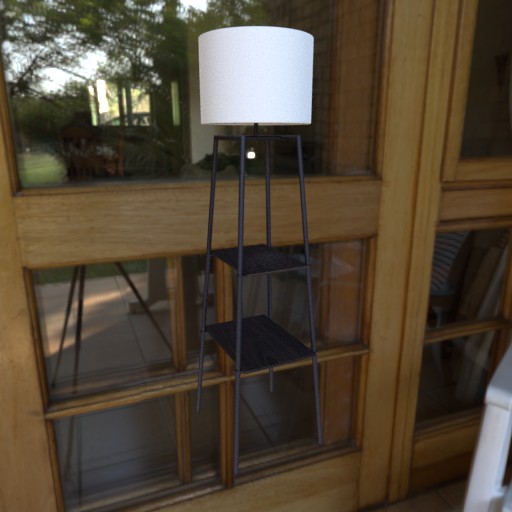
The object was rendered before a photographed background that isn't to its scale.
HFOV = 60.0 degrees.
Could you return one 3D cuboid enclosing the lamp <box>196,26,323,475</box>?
[{"bbox_3d":[0.000,0.000,1.650,0.384,1.474,0.427,-7,17,-25],"label":"lamp"}]
